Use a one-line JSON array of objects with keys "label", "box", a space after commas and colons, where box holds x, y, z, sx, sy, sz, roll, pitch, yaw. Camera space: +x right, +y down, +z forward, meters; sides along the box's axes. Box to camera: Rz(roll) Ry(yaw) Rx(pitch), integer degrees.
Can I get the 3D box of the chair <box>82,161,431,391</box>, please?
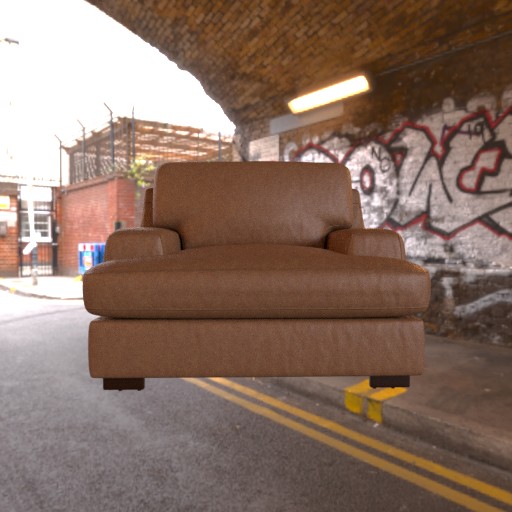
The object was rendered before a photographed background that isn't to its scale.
[{"label": "chair", "box": [0.000, 0.000, 2.038, 1.276, 0.978, 1.050, 0, 1, -2]}]
